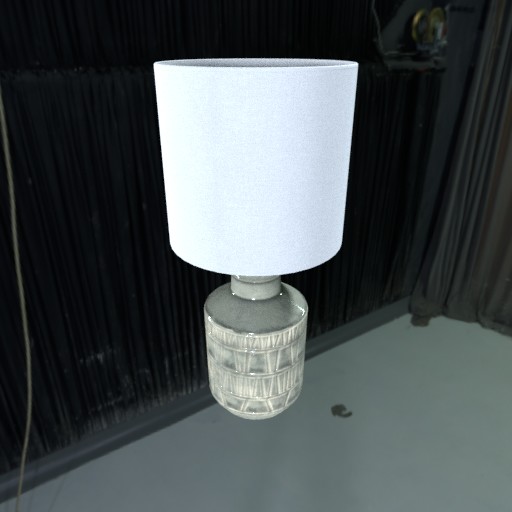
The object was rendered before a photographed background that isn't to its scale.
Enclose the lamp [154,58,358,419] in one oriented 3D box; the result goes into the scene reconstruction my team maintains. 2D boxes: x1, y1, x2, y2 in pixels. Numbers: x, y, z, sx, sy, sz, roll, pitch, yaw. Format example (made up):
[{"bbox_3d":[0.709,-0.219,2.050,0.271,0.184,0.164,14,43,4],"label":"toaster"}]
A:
[{"bbox_3d":[0.000,0.000,0.567,0.211,0.455,0.211,-17,31,-32],"label":"lamp"}]
